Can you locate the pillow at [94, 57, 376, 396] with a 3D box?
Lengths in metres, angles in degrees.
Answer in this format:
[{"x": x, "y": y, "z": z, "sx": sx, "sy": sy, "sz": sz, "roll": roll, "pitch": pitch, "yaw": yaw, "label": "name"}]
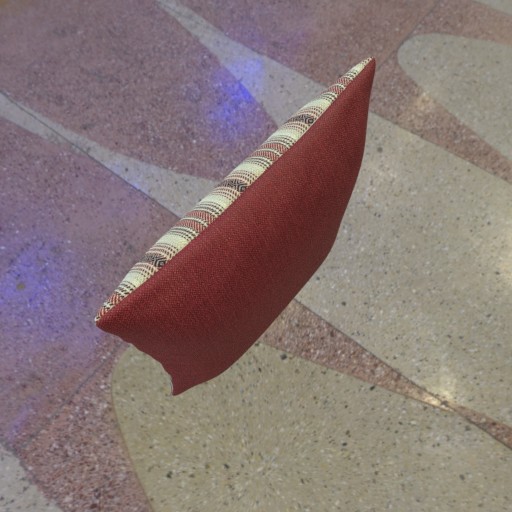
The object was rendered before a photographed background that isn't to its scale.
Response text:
[{"x": 0.000, "y": 0.000, "z": 0.754, "sx": 0.166, "sy": 0.497, "sz": 0.513, "roll": 37, "pitch": 69, "yaw": 17, "label": "pillow"}]
